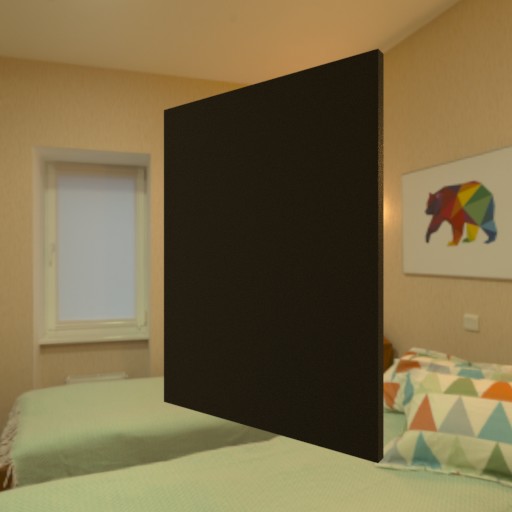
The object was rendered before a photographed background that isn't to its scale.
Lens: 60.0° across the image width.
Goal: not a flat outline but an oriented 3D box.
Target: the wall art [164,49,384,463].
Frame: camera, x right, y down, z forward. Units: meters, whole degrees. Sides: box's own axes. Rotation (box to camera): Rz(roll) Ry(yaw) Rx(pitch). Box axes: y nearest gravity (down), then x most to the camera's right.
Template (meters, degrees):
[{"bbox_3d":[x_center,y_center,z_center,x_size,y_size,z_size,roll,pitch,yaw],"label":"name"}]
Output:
[{"bbox_3d":[0.000,0.000,1.389,0.806,1.062,0.038,0,0,36],"label":"wall art"}]
